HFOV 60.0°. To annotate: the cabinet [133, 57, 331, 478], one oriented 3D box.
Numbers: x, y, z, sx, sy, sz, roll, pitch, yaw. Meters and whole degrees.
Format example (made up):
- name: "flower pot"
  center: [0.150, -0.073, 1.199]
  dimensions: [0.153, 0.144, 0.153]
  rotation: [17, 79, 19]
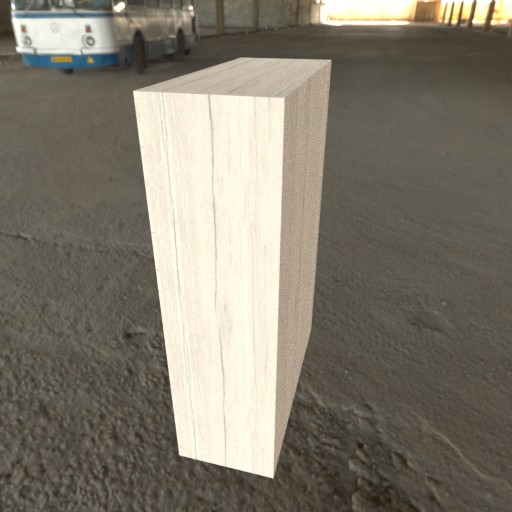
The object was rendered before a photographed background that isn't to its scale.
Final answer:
- name: "cabinet"
  center: [0.000, 0.000, 2.679]
  dimensions: [0.580, 2.070, 1.400]
  rotation: [7, 30, 13]
